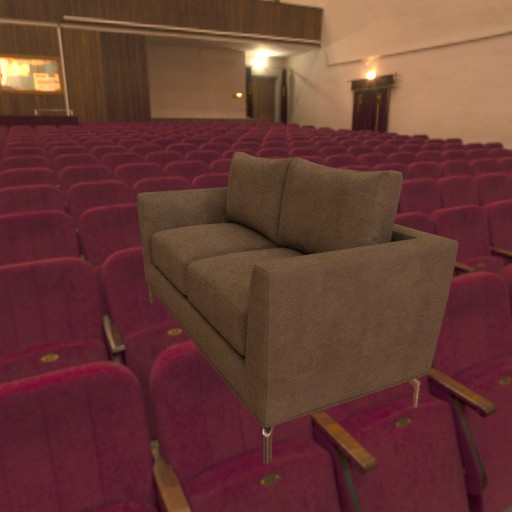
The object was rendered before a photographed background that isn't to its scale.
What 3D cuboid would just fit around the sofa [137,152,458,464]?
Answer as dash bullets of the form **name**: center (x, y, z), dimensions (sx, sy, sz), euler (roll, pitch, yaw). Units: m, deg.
- **sofa**: center (0.000, 0.000, 2.364), dimensions (0.855, 1.013, 1.832), euler (-8, 18, -26)
